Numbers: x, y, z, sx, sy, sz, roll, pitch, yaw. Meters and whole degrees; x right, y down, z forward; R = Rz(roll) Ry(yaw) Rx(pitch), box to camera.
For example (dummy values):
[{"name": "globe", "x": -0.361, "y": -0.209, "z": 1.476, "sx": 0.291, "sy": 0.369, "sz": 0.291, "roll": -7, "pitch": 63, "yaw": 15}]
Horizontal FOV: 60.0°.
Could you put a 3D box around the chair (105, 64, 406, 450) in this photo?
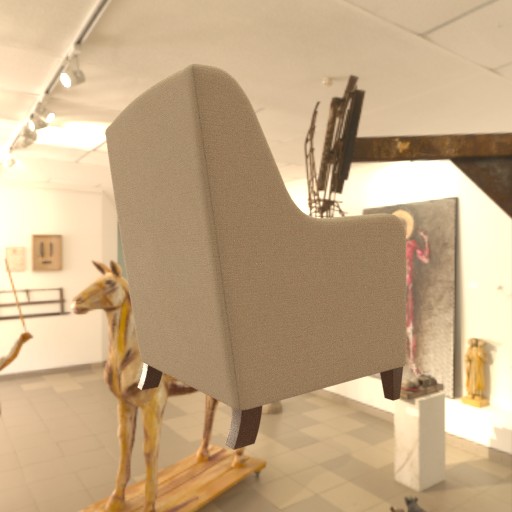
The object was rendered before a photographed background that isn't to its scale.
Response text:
[{"name": "chair", "x": 0.000, "y": 0.000, "z": 1.623, "sx": 0.896, "sy": 1.017, "sz": 0.715, "roll": 0, "pitch": 0, "yaw": -36}]
